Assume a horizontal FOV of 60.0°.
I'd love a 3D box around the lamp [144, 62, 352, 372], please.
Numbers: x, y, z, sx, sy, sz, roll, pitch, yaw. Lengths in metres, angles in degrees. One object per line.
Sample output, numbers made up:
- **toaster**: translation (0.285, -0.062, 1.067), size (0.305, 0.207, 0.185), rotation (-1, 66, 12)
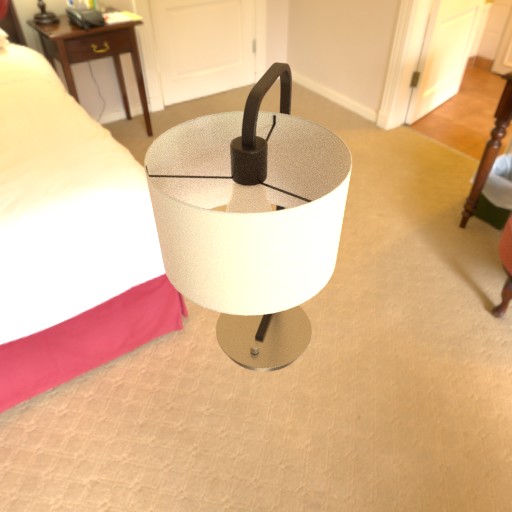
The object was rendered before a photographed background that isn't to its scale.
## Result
- **lamp**: translation (0.000, 0.000, 0.635), size (0.230, 0.473, 0.288), rotation (12, 43, 13)
